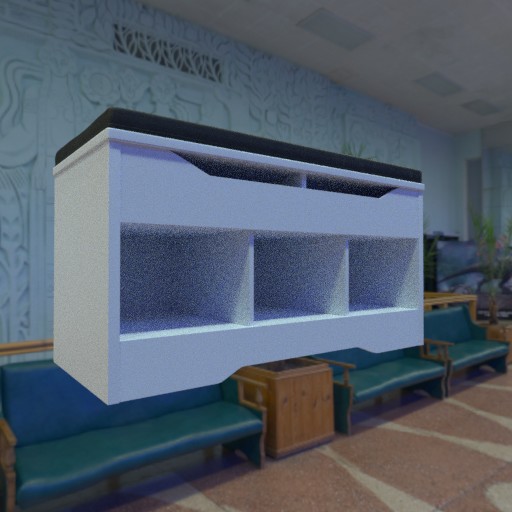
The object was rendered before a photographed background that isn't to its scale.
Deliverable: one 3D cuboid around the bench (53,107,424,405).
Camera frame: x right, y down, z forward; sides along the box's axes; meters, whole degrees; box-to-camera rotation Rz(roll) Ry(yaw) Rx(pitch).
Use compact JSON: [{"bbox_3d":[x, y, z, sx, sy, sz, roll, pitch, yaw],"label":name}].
[{"bbox_3d":[0.000,0.000,1.150,0.899,0.500,0.401,1,-1,-36],"label":"bench"}]
